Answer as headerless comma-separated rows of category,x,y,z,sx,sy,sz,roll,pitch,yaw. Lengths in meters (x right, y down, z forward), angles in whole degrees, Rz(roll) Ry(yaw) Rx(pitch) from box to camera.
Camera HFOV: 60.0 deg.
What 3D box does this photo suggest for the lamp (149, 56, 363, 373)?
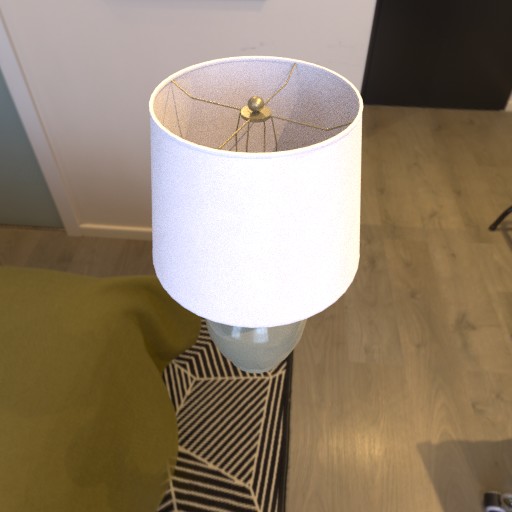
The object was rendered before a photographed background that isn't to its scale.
lamp,0.000,0.000,0.535,0.239,0.399,0.239,0,45,0
